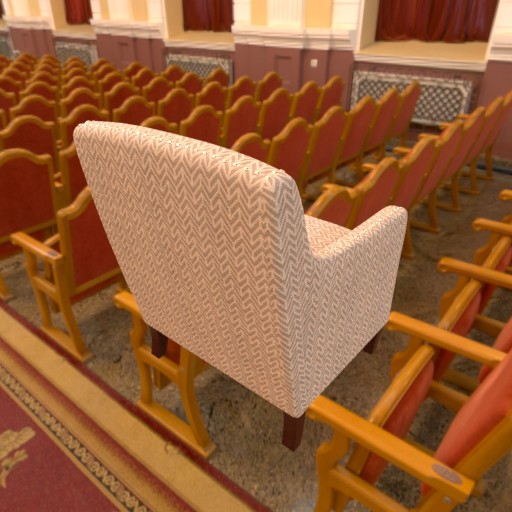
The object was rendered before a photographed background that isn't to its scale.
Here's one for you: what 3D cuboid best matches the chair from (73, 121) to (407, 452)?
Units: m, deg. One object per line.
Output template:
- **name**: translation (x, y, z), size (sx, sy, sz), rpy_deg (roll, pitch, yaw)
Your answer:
- **chair**: translation (0.000, 0.000, 1.291), size (0.623, 0.816, 0.651), rpy_deg (22, 36, 34)
